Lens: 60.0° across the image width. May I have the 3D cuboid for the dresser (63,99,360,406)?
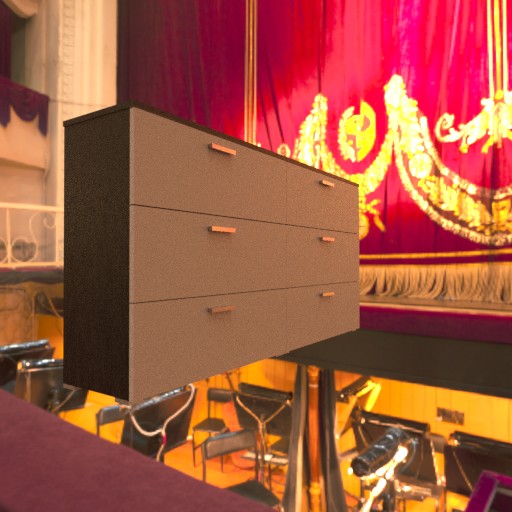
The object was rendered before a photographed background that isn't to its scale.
[{"bbox_3d":[0.000,0.000,1.851,0.333,0.790,1.535,0,-1,35],"label":"dresser"}]
